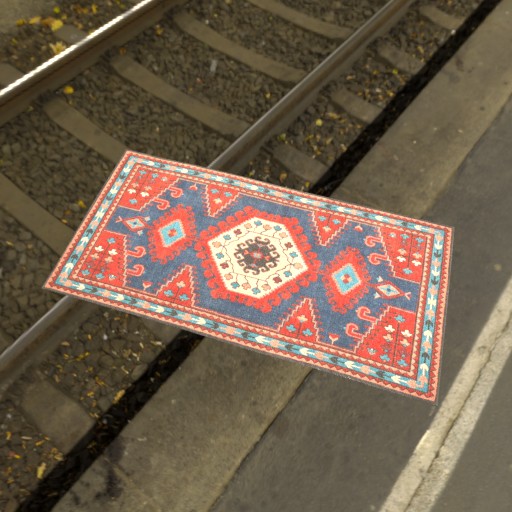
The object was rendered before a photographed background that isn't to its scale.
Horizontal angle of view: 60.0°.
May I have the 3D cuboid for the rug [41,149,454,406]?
[{"bbox_3d":[0.000,0.000,3.584,3.032,0.034,1.522,15,61,8],"label":"rug"}]
